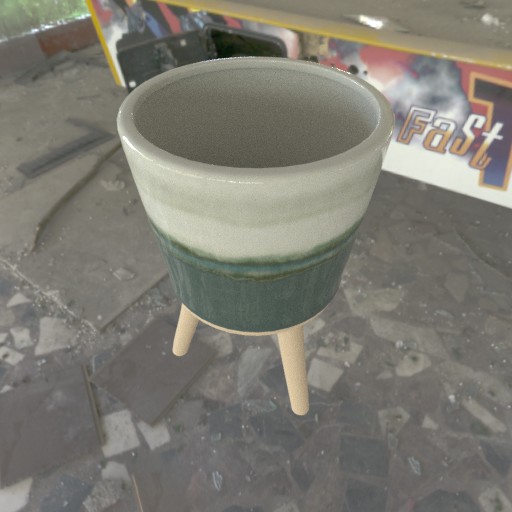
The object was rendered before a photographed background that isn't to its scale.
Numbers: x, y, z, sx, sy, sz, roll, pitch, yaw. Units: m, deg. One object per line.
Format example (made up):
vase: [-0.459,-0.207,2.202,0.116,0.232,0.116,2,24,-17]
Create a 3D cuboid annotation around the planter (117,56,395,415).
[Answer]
planter: [0.000,0.000,0.463,0.217,0.331,0.217,-13,44,-14]
